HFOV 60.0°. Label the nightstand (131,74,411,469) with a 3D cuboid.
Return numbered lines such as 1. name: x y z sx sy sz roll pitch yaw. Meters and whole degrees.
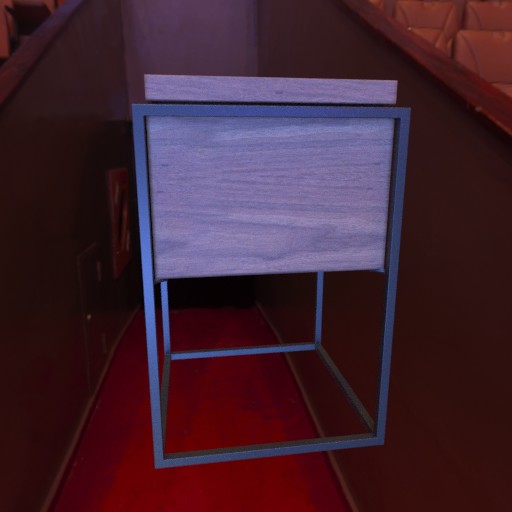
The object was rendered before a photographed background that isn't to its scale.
1. nightstand: 0.000 0.000 0.871 0.397 0.607 0.397 -2 14 -9
